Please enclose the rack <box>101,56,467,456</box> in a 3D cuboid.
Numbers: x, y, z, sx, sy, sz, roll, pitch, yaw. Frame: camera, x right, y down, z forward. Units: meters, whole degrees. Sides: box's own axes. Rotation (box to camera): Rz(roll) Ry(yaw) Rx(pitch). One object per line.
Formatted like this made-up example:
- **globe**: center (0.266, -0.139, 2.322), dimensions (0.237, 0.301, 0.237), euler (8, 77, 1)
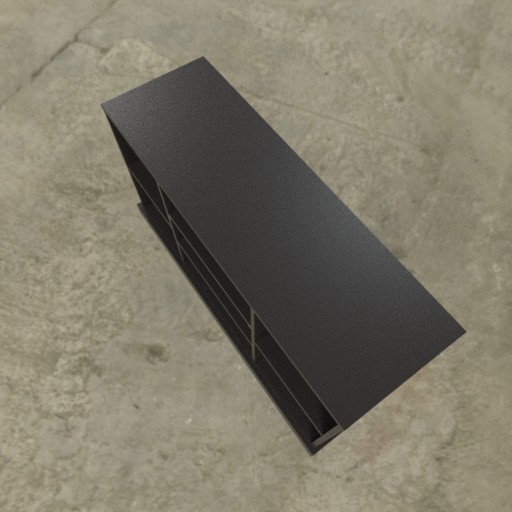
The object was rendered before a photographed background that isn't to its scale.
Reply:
- **rack**: center (0.000, 0.000, 1.505), dimensions (0.399, 0.635, 1.206), euler (-32, 67, -15)
